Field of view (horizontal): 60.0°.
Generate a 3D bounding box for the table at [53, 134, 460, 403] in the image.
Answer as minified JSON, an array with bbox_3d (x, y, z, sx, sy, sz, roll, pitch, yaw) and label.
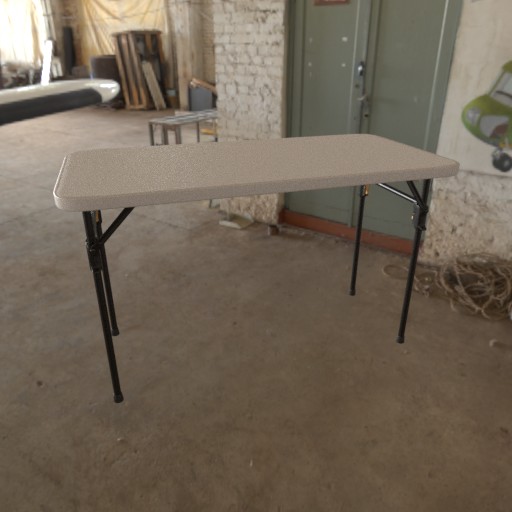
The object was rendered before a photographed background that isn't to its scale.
[{"bbox_3d":[0.000,0.000,1.635,1.219,0.729,0.610,-8,26,-16],"label":"table"}]
